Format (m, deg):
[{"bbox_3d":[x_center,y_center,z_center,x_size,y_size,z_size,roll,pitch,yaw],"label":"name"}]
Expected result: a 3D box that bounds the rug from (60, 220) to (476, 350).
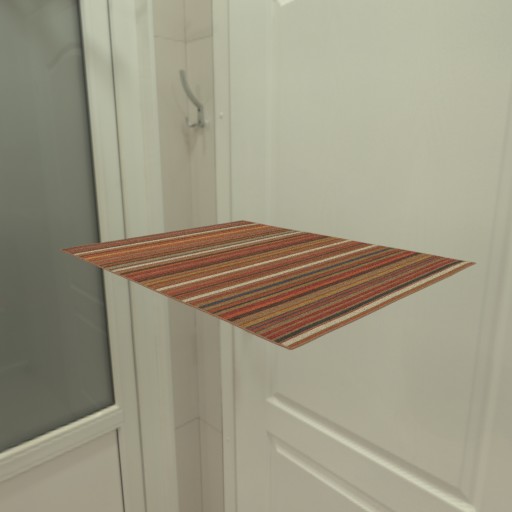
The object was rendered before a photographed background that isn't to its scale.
[{"bbox_3d":[0.000,0.000,4.172,2.479,0.023,3.092,-13,19,-42],"label":"rug"}]
